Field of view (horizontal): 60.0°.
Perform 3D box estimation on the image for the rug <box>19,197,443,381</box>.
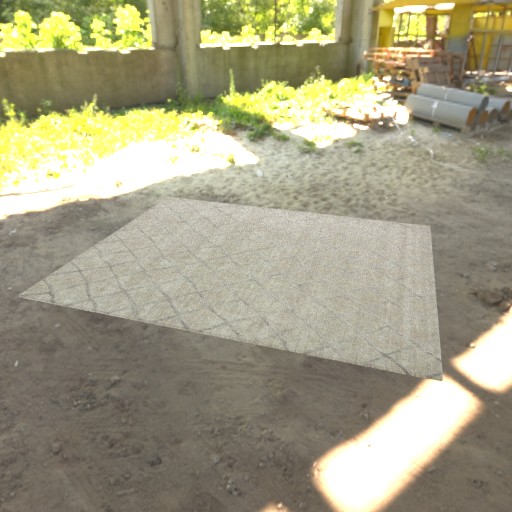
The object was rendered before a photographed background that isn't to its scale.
[{"bbox_3d":[0.000,0.000,4.001,3.038,0.019,2.420,8,28,16],"label":"rug"}]
